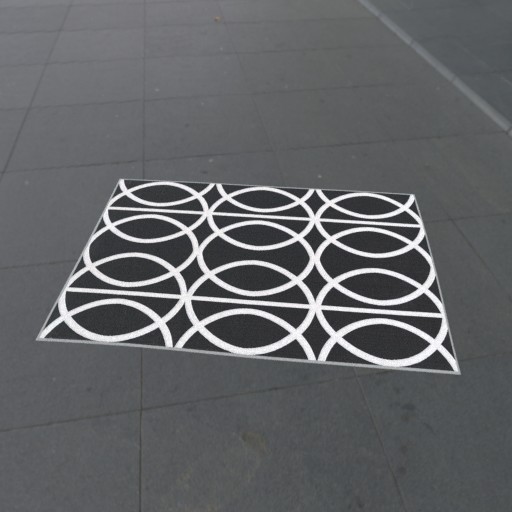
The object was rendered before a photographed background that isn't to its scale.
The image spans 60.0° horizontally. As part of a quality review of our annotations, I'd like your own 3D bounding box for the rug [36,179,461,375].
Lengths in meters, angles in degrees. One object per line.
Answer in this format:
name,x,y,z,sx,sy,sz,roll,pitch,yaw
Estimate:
rug,0.000,0.000,2.890,2.290,0.014,1.526,4,45,4
